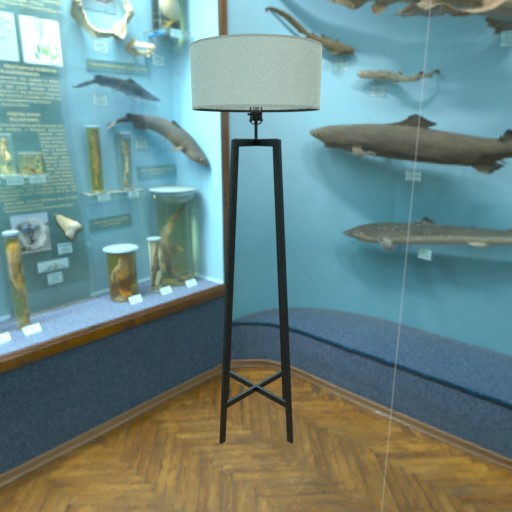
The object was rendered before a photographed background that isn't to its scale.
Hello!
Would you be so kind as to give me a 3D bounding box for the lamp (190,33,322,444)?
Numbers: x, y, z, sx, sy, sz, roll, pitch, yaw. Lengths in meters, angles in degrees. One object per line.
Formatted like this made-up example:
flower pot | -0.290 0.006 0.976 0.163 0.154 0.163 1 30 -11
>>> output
lamp | 0.000 0.000 1.749 0.457 1.510 0.456 15 22 42
